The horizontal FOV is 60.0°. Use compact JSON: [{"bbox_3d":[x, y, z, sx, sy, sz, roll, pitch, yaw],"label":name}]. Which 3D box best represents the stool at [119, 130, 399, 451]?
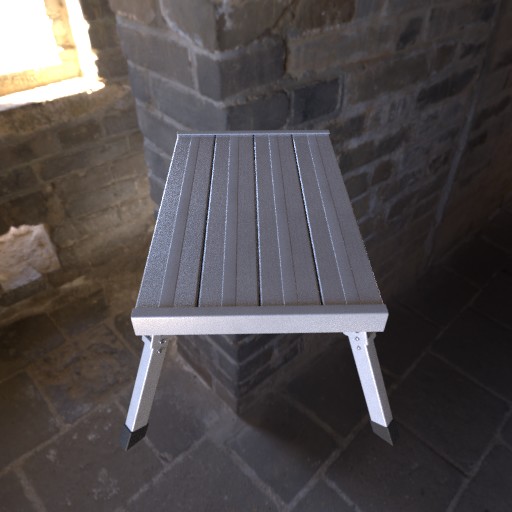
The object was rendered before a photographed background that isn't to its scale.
[{"bbox_3d":[0.000,0.000,0.727,0.385,0.225,0.535,-1,41,-1],"label":"stool"}]
